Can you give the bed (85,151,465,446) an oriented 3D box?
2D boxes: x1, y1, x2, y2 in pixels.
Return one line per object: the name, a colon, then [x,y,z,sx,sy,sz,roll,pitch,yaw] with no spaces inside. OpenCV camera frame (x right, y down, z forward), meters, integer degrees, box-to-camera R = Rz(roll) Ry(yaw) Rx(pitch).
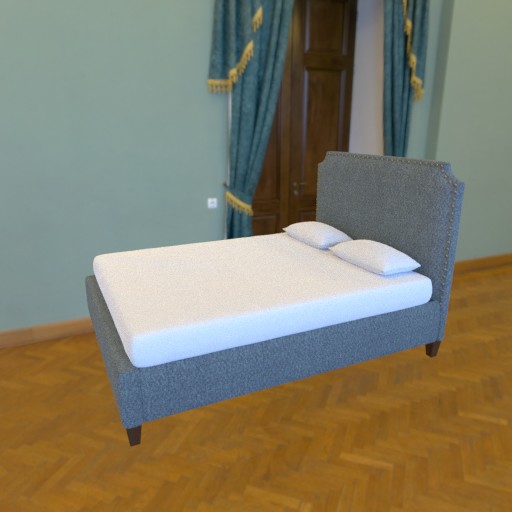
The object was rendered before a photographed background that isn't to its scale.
bed: [0.000,0.000,3.392,2.372,1.443,1.712,-8,18,-25]
